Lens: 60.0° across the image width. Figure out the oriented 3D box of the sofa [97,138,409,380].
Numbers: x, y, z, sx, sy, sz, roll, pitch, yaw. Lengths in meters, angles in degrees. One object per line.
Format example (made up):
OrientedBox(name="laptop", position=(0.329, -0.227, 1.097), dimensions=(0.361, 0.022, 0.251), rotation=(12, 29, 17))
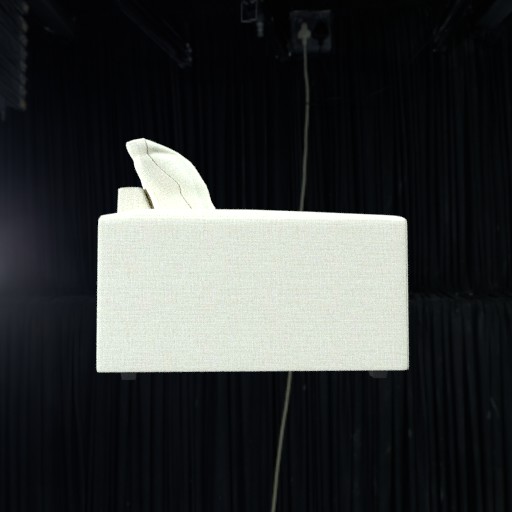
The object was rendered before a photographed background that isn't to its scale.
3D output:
OrientedBox(name="sofa", position=(0.000, 0.000, 2.330), dimensions=(1.091, 0.875, 1.754), rotation=(0, -2, -2))
